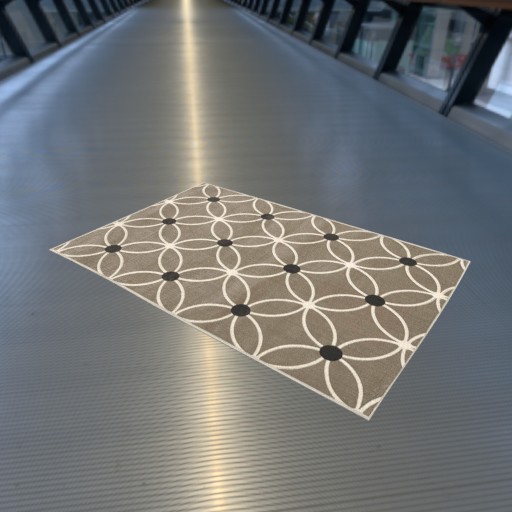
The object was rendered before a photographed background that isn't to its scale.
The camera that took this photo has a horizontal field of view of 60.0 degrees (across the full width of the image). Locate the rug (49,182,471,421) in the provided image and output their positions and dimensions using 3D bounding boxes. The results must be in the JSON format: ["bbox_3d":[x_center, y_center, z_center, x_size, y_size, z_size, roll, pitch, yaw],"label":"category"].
[{"bbox_3d":[0.000,0.000,2.866,2.284,0.008,1.522,21,37,31],"label":"rug"}]
